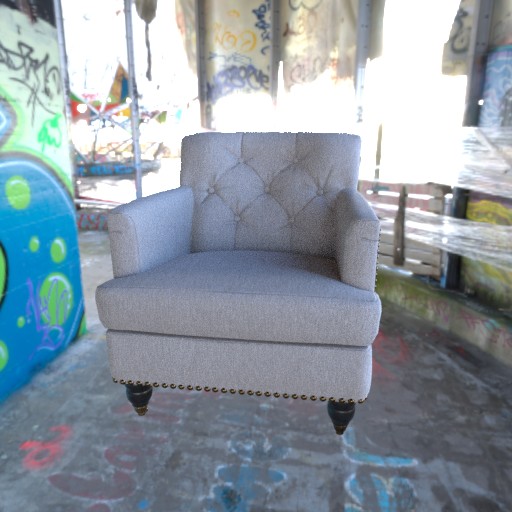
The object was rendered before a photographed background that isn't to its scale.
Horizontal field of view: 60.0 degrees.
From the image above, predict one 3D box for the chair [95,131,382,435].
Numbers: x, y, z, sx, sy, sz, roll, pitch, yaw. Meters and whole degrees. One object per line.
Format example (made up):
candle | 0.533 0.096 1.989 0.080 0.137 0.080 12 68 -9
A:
chair | 0.000 0.000 1.507 0.737 0.823 0.902 2 15 8
